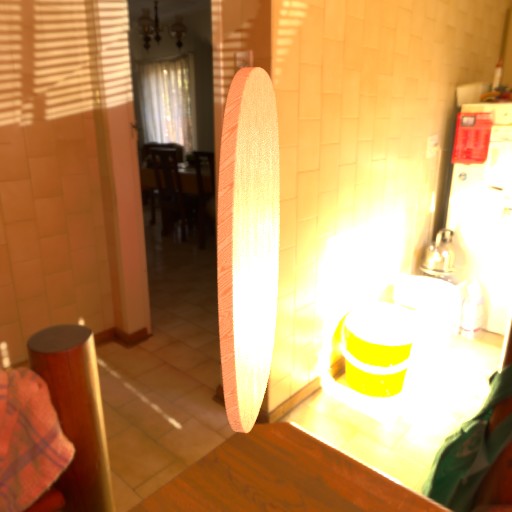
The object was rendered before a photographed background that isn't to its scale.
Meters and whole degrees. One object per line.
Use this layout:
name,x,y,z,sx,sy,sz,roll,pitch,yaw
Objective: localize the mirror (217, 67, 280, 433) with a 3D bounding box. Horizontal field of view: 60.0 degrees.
mirror,0.000,0.000,1.373,0.037,1.075,0.724,3,18,11
